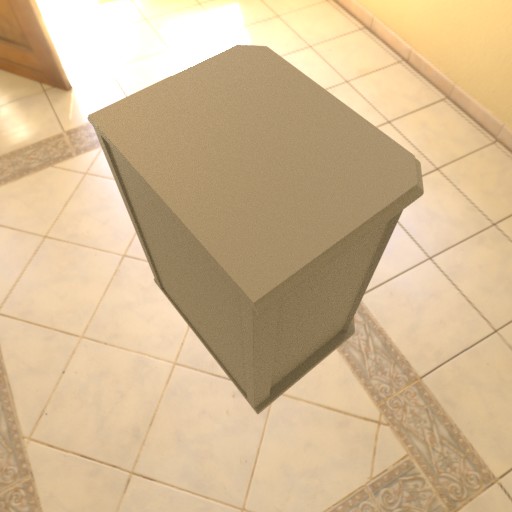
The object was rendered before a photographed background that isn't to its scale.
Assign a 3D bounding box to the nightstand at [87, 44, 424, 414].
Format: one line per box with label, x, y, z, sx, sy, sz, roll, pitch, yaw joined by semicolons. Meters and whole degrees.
nightstand;0.000;0.000;0.971;0.350;0.680;0.450;-34;64;-19
